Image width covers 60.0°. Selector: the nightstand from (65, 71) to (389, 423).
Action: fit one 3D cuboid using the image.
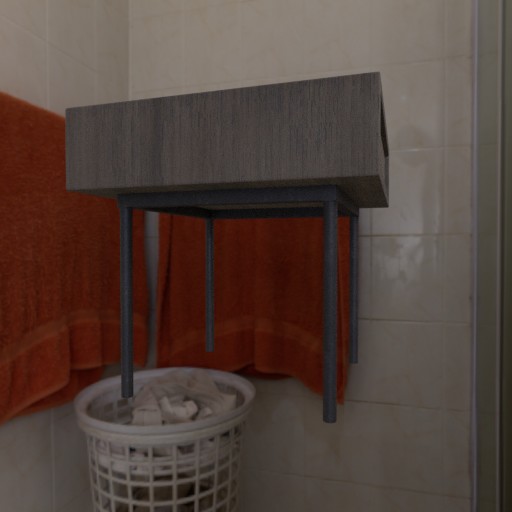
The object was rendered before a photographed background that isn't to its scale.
[{"bbox_3d":[0.000,0.000,0.897,0.503,0.497,0.502,0,1,18],"label":"nightstand"}]
